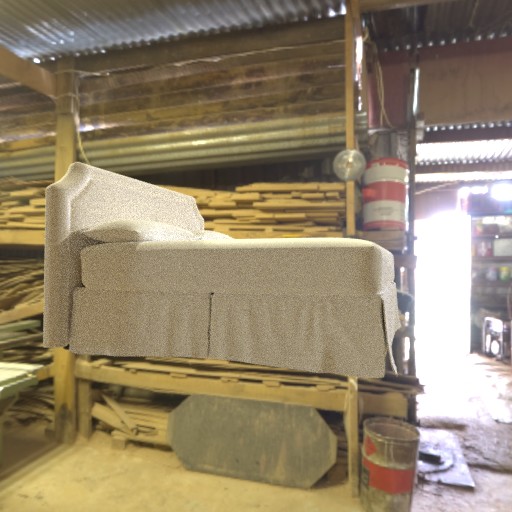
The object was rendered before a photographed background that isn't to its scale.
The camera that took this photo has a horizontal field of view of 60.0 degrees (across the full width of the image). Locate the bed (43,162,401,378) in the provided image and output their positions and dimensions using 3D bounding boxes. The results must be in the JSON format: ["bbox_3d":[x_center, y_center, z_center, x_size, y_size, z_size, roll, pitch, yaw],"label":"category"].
[{"bbox_3d":[0.000,0.000,3.536,2.204,1.301,2.160,0,-1,19],"label":"bed"}]
